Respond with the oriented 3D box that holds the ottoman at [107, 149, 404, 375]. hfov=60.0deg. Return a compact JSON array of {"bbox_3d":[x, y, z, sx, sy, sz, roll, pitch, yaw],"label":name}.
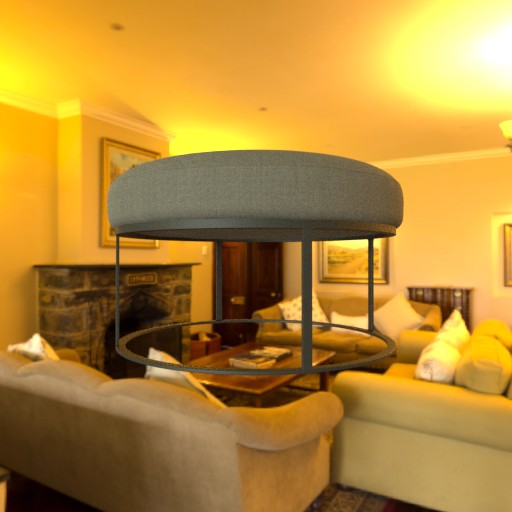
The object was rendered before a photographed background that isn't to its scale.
[{"bbox_3d":[0.000,0.000,1.211,0.772,0.460,0.772,0,0,0],"label":"ottoman"}]
